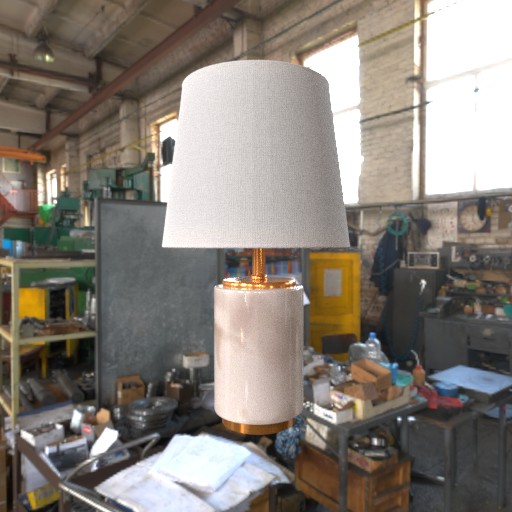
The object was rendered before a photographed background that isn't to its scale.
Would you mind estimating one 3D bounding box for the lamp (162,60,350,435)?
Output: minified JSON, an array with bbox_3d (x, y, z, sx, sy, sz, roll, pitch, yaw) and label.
[{"bbox_3d":[0.000,0.000,0.458,0.189,0.340,0.189,0,2,0],"label":"lamp"}]
